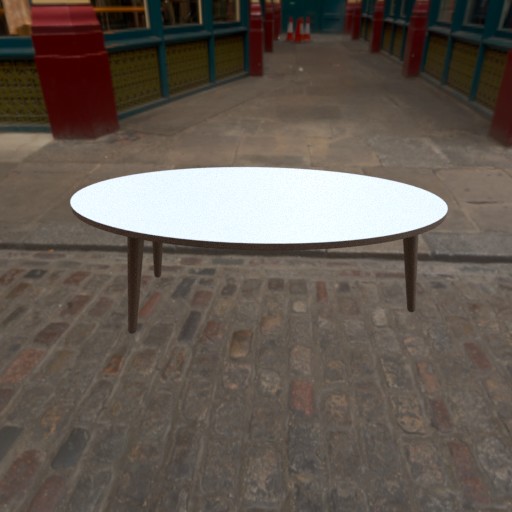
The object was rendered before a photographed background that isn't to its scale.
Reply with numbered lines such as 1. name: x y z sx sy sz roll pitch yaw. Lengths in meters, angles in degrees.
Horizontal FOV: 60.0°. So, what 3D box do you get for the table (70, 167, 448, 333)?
1. table: 0.000 0.000 1.390 1.083 0.390 0.542 2 31 3
